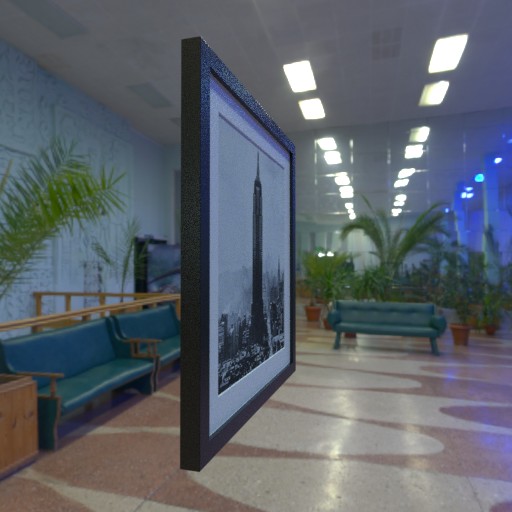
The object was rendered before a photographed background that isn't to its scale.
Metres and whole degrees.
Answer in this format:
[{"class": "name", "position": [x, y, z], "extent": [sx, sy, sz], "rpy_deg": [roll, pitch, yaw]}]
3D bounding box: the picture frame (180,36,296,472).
[{"class": "picture frame", "position": [0.000, 0.000, 0.837], "extent": [0.029, 0.557, 0.559], "rpy_deg": [0, -1, 18]}]
